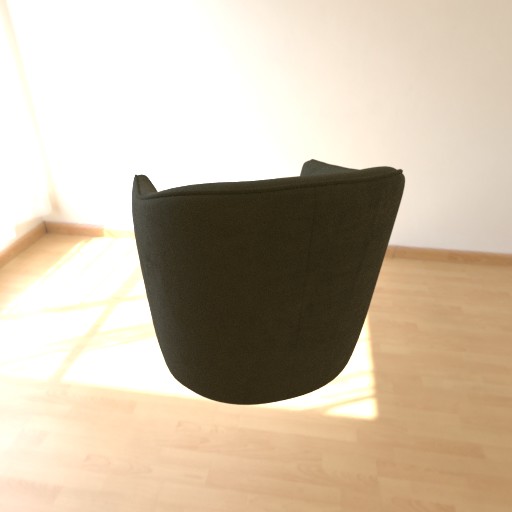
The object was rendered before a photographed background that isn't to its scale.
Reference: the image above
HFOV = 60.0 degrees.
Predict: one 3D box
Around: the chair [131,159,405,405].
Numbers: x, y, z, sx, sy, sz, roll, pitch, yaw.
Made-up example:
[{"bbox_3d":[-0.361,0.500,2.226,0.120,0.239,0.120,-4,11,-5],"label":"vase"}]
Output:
[{"bbox_3d":[0.000,0.000,1.455,0.747,0.799,0.875,-8,30,-14],"label":"chair"}]
